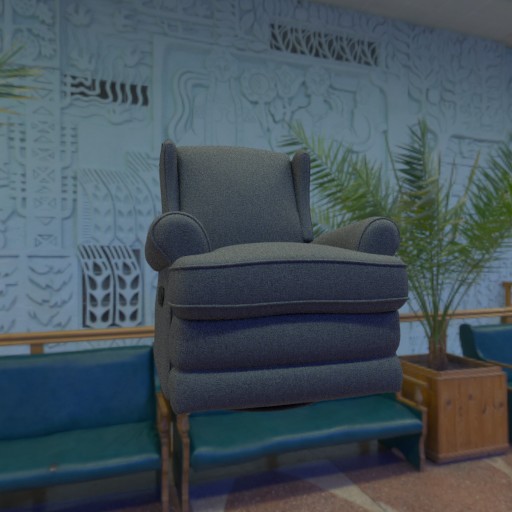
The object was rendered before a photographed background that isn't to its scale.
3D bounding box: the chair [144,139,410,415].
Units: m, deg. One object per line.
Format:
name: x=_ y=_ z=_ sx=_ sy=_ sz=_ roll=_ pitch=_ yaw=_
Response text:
chair: x=0.000 y=0.000 z=1.707 sx=0.847 sy=1.011 sz=0.969 roll=0 pitch=0 yaw=-17
